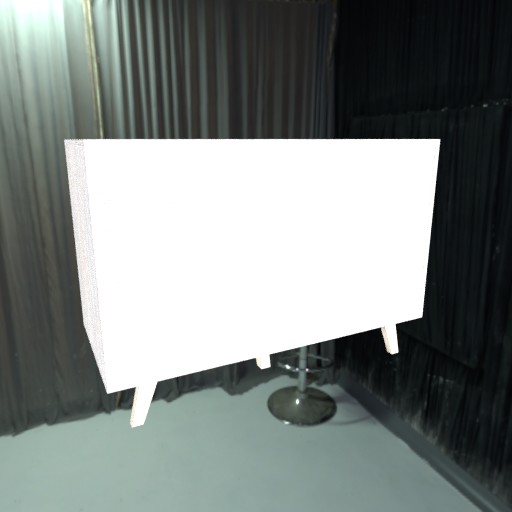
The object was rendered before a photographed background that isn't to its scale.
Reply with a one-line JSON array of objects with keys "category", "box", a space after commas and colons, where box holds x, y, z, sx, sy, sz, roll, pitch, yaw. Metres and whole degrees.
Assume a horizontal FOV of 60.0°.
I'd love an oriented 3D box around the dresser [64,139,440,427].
[{"category": "dresser", "box": [0.000, 0.000, 1.533, 1.110, 0.780, 0.500, -7, 16, -26]}]
